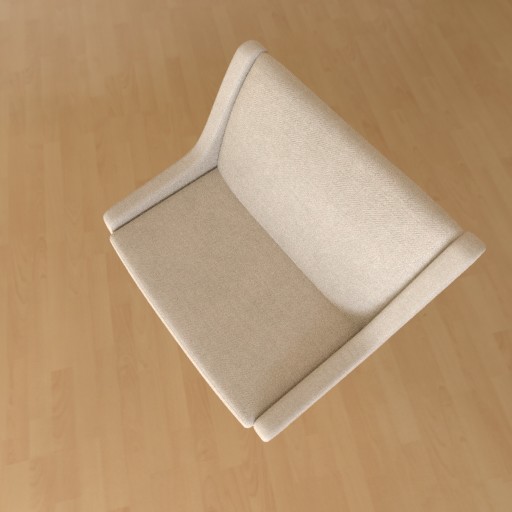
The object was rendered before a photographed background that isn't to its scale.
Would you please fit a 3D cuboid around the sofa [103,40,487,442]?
[{"bbox_3d":[0.000,0.000,1.902,0.946,0.976,1.212,-35,70,-15],"label":"sofa"}]
